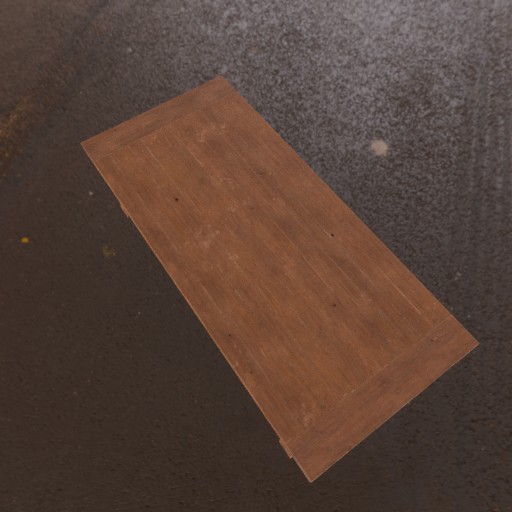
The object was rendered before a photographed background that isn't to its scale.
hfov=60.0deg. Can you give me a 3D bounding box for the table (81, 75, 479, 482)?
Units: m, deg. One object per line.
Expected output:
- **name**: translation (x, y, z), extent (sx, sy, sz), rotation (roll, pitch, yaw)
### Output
- **table**: translation (0.000, 0.000, 2.130), extent (0.820, 0.465, 1.800), rotation (-32, 67, -16)
